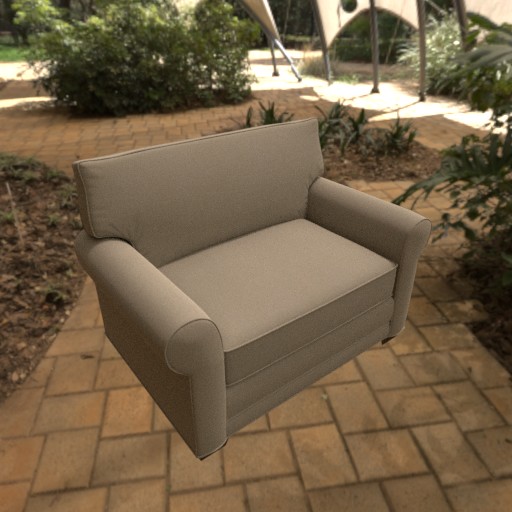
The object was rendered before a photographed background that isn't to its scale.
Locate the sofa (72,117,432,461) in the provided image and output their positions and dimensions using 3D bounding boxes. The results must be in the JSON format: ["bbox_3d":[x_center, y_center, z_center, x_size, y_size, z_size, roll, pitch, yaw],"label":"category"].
[{"bbox_3d":[0.000,0.000,2.064,1.405,1.006,0.937,-21,35,-32],"label":"sofa"}]
